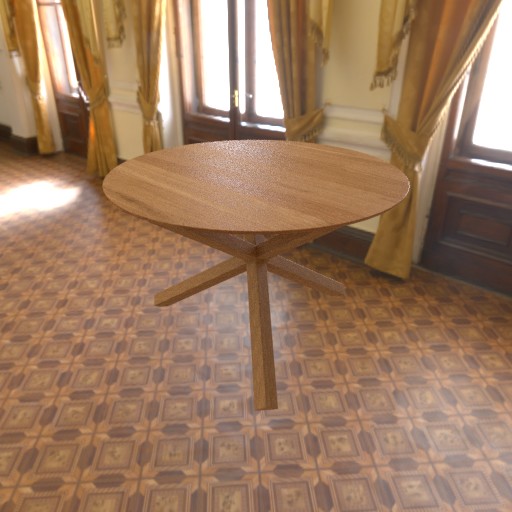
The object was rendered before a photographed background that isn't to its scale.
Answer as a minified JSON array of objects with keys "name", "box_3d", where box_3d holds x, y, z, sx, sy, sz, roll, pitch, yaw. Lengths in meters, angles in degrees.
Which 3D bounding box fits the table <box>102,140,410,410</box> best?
[{"name":"table","box_3d":[0.000,0.000,1.718,1.038,0.666,1.038,0,27,0]}]
